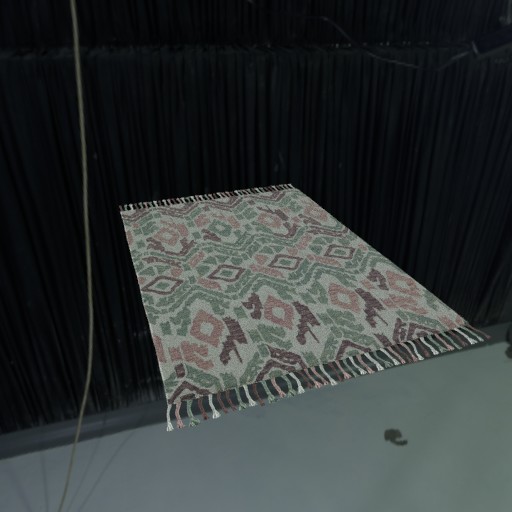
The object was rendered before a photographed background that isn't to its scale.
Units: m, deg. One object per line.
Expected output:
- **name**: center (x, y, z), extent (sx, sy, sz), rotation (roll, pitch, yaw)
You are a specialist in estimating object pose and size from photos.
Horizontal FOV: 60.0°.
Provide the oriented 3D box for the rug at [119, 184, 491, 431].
- **rug**: center (0.000, 0.000, 2.224), extent (1.219, 0.010, 1.829), rotation (-10, 30, -18)
